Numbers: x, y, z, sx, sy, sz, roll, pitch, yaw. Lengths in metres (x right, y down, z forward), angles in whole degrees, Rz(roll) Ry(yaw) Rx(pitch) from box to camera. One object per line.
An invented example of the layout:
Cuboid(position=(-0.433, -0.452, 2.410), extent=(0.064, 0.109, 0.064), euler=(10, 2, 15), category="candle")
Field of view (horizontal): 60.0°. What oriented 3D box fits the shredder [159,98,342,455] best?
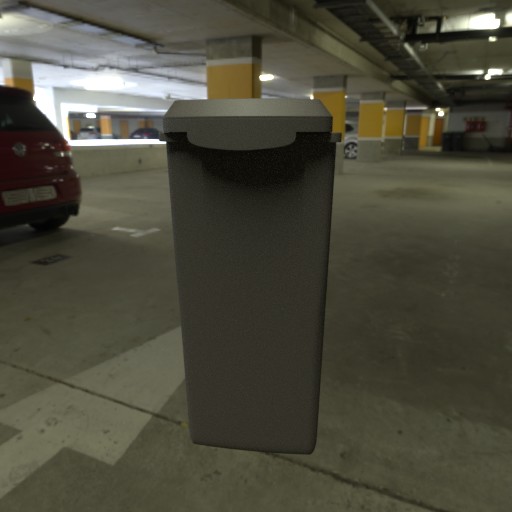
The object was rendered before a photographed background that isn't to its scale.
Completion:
Cuboid(position=(0.000, 0.000, 0.515), extent=(0.170, 0.335, 0.320), euler=(2, 16, 7), category="shredder")
